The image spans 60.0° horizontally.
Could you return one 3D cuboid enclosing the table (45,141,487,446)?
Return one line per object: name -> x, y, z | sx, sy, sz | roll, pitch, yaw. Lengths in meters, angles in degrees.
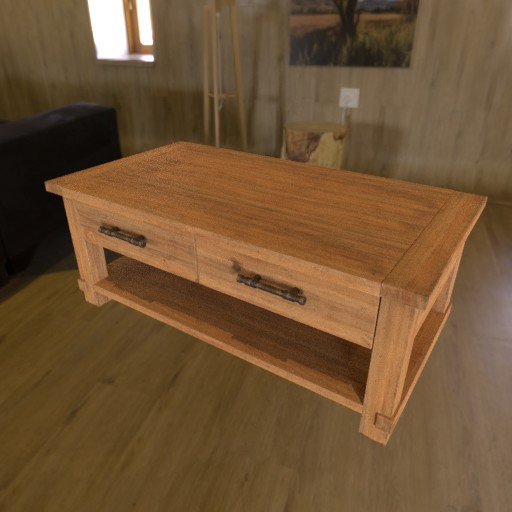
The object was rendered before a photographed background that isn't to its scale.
table -> 0.000, 0.000, 1.548 | 1.270, 0.494, 0.693 | 18, 33, 29
